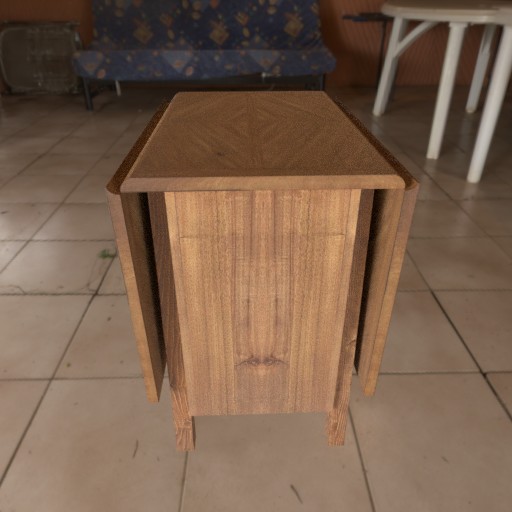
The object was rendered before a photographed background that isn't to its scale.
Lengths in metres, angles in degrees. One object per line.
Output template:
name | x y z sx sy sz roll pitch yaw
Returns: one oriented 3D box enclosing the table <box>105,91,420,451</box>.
table | 0.000 0.000 1.638 0.701 0.981 0.967 -1 31 -2
